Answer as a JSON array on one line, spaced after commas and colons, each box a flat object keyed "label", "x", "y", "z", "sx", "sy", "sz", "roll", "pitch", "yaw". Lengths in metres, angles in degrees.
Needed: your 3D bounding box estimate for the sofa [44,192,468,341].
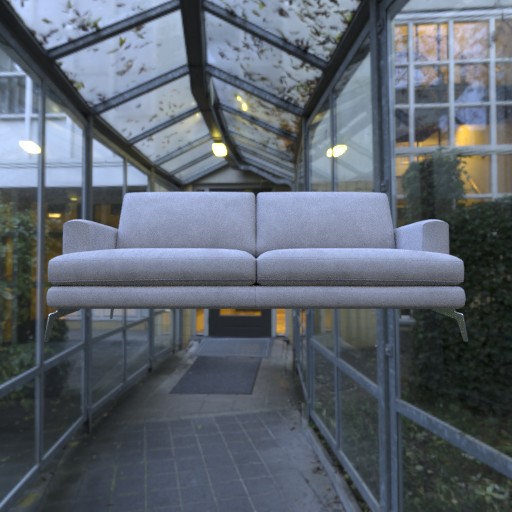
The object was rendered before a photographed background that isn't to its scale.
[{"label": "sofa", "x": 0.000, "y": 0.000, "z": 2.573, "sx": 2.013, "sy": 0.830, "sz": 0.980, "roll": 0, "pitch": -2, "yaw": 0}]
